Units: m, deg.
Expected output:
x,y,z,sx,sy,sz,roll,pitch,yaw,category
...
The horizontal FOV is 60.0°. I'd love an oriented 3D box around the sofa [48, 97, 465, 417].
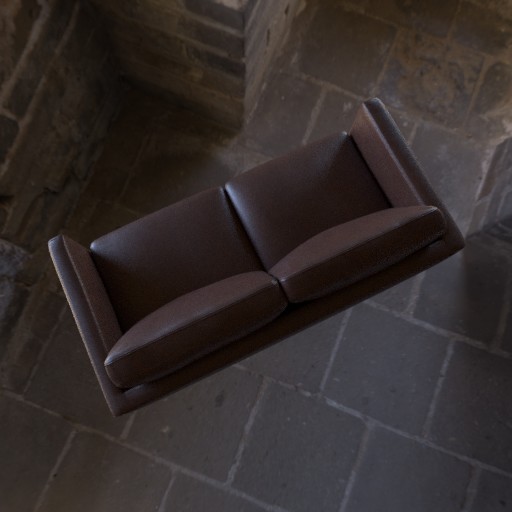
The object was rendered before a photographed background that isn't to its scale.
x,y,z,sx,sy,sz,roll,pitch,yaw,category
0.000,0.000,2.454,1.883,0.933,0.951,-25,78,-5,sofa
